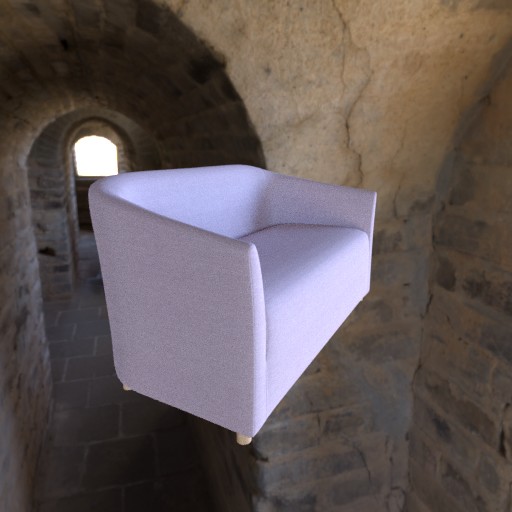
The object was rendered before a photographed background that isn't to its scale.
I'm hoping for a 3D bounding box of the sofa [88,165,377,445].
[{"bbox_3d":[0.000,0.000,1.879,0.705,0.721,1.452,7,15,26],"label":"sofa"}]
